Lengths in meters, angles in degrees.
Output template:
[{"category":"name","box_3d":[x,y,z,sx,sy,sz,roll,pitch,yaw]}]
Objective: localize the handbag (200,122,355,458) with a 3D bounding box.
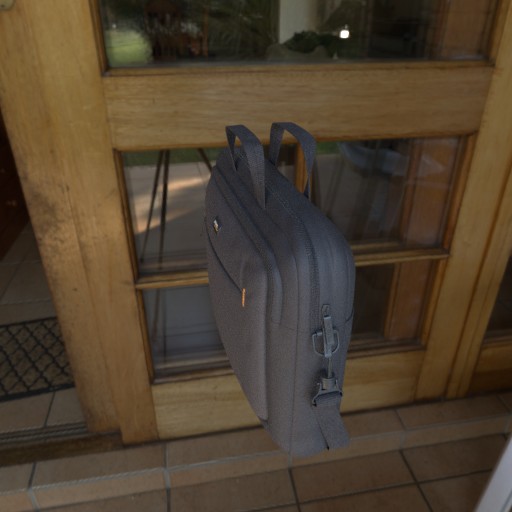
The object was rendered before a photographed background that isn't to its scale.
[{"category":"handbag","box_3d":[0.000,0.000,0.427,0.089,0.244,0.320,-8,30,-14]}]
